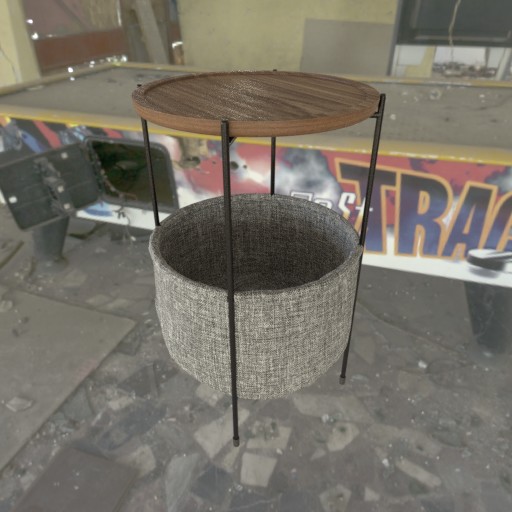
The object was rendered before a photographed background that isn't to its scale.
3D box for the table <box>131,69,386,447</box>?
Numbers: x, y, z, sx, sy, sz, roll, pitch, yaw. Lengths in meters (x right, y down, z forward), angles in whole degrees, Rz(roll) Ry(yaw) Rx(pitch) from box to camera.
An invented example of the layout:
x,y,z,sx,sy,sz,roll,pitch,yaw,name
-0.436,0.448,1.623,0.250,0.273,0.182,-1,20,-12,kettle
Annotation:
x,y,z,sx,sy,sz,roll,pitch,yaw,name
0.000,0.000,0.868,0.400,0.623,0.400,-19,36,-29,table
